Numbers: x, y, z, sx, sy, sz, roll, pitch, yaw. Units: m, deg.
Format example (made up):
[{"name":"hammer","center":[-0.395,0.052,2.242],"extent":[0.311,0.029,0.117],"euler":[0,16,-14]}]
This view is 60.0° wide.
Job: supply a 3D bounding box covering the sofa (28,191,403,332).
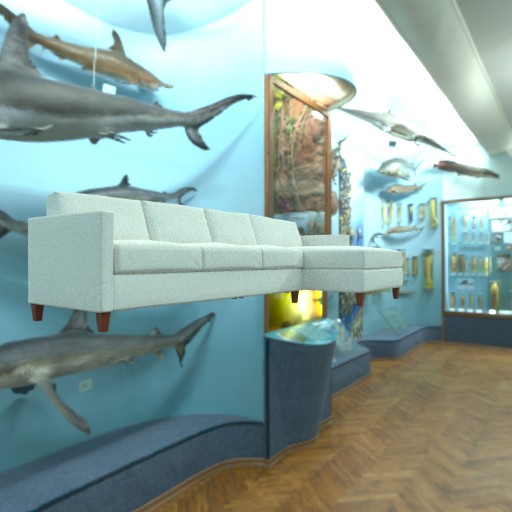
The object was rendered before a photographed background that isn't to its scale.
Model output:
[{"name":"sofa","center":[0.000,0.000,4.112],"extent":[1.606,0.954,3.471],"euler":[0,0,37]}]
